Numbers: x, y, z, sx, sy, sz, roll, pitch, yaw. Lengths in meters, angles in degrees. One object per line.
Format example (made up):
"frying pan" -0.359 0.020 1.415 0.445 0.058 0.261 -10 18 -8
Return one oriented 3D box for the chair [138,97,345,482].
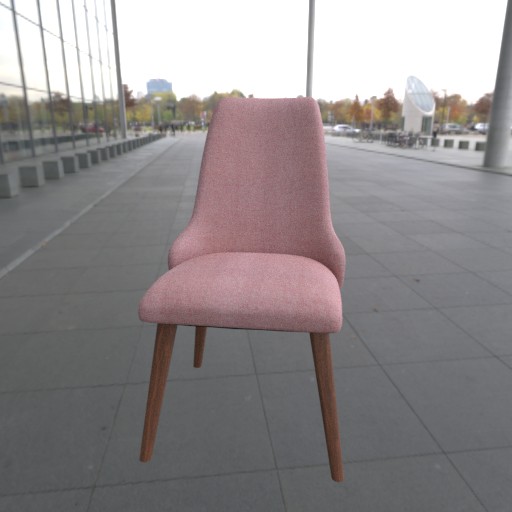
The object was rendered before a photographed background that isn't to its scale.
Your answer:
"chair" 0.000 0.000 1.308 0.535 0.918 0.707 2 17 8
